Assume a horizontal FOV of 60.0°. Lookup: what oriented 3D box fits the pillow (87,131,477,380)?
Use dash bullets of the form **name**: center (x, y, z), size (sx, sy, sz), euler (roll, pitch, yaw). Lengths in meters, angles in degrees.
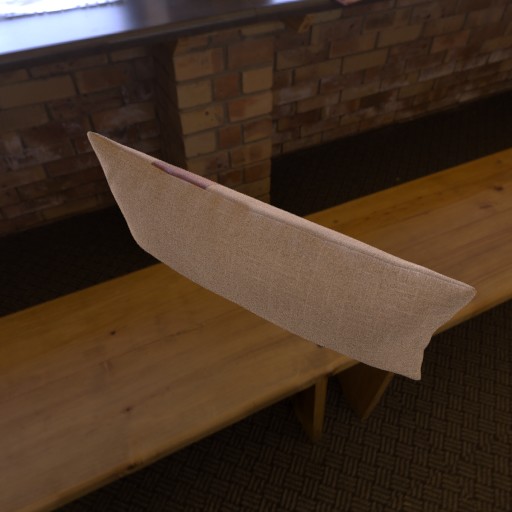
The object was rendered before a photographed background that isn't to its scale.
- **pillow**: center (0.000, 0.000, 0.721), size (0.612, 0.282, 0.155), euler (25, 52, 21)
